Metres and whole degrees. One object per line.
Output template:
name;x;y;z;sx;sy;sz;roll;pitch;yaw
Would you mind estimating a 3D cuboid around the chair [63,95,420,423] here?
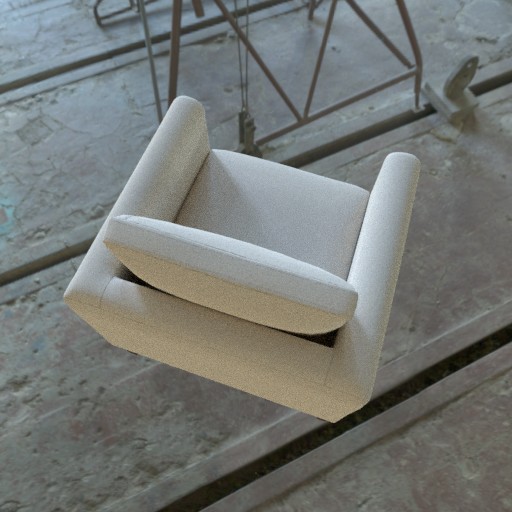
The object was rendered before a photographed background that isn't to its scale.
chair;0.000;0.000;1.676;0.982;0.915;0.896;17;65;8
